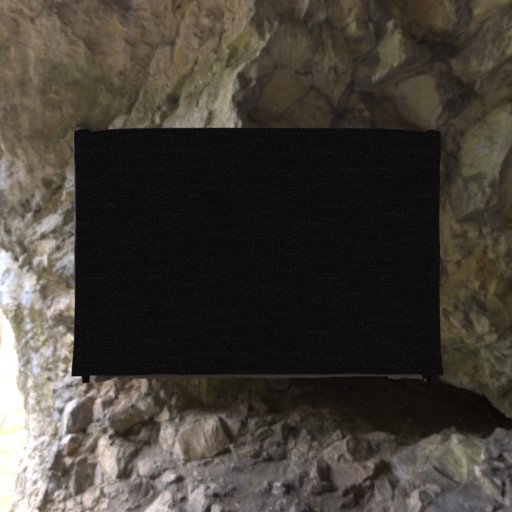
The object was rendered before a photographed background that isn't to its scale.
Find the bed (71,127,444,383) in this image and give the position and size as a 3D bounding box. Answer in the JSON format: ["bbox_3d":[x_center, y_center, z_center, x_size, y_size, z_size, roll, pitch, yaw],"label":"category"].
[{"bbox_3d":[0.000,0.000,3.400,1.925,1.332,2.276,0,0,0],"label":"bed"}]
